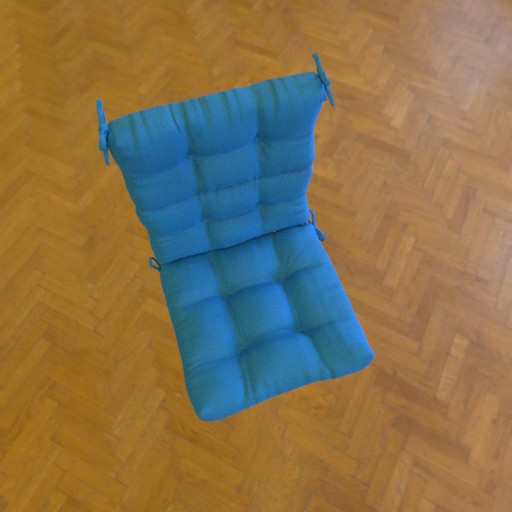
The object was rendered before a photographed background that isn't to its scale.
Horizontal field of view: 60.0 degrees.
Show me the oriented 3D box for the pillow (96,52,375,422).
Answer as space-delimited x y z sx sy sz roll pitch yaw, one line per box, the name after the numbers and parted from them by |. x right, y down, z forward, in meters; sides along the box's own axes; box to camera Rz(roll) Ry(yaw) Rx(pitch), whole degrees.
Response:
0.000 0.000 1.029 0.519 0.605 0.571 -17 64 -8 | pillow
